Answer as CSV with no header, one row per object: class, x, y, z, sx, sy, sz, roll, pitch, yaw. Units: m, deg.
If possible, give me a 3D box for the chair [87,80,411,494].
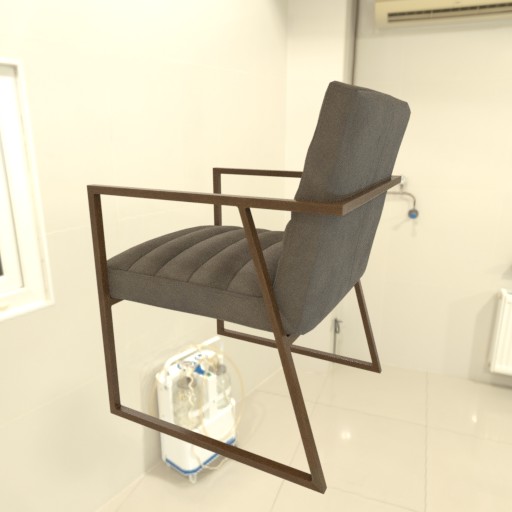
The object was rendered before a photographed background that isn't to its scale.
chair,0.000,0.000,1.226,0.682,0.843,0.578,8,18,26
